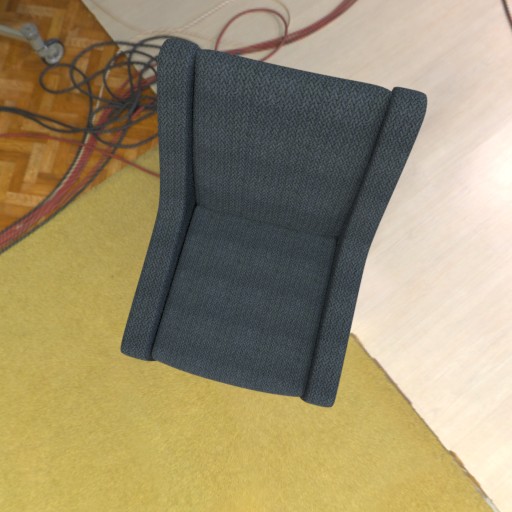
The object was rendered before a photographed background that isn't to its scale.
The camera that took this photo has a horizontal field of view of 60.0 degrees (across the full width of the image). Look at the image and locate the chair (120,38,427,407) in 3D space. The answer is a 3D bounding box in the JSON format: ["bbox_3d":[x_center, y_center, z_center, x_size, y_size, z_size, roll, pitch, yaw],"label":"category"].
[{"bbox_3d":[0.000,0.000,1.642,0.793,1.012,0.944,14,76,3],"label":"chair"}]
